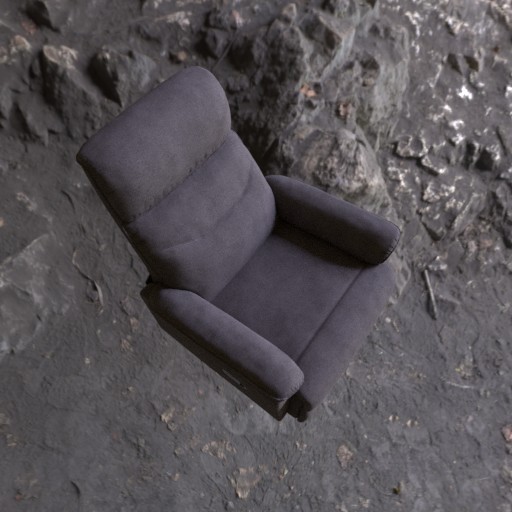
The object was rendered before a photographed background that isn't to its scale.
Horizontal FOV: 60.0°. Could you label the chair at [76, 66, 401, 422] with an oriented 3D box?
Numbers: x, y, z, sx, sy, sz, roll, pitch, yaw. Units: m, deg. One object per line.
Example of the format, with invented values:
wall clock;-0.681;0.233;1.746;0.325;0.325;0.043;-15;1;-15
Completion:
chair;0.000;0.000;1.719;1.009;1.036;0.830;32;64;18
